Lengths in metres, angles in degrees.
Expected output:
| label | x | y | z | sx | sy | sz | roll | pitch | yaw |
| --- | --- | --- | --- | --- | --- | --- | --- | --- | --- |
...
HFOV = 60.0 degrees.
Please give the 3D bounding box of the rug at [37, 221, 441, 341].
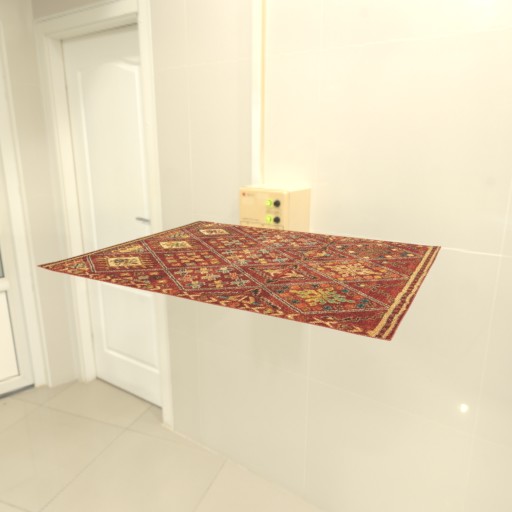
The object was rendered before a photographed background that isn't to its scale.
| label | x | y | z | sx | sy | sz | roll | pitch | yaw |
| --- | --- | --- | --- | --- | --- | --- | --- | --- | --- |
| rug | 0.000 | 0.000 | 4.282 | 3.086 | 0.030 | 2.489 | 8 | 17 | 27 |
